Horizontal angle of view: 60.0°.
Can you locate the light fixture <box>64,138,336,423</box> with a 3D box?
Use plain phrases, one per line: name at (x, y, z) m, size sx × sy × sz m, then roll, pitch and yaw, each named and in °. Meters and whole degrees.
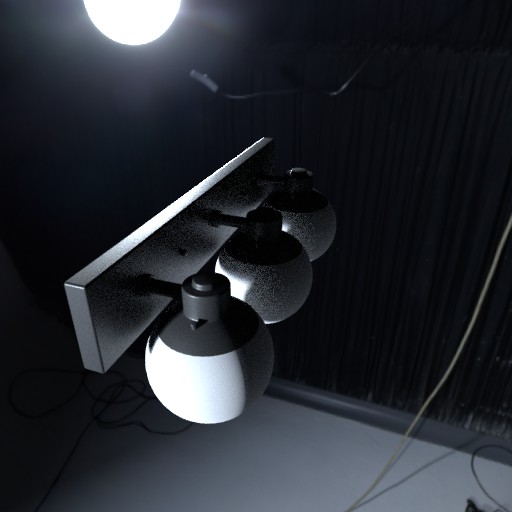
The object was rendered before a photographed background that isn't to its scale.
light fixture at (0.000, 0.000, 0.841) m, size 0.218 × 0.263 × 0.721 m, roll 10°, pitch 30°, yaw 17°
